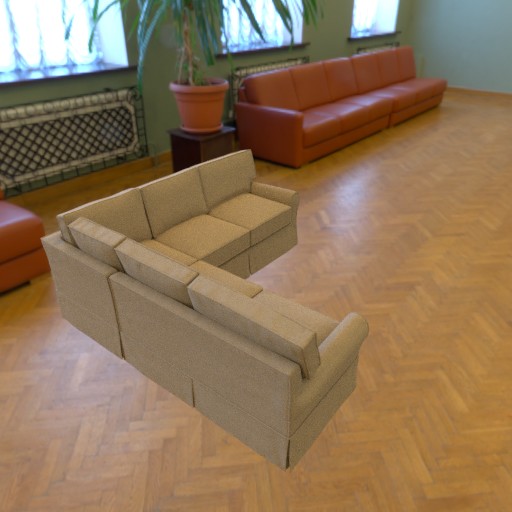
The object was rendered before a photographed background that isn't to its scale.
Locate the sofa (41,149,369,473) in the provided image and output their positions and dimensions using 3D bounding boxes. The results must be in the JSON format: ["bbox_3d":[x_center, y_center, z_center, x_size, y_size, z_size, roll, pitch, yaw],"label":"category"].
[{"bbox_3d":[0.000,0.000,4.257,2.730,1.124,2.733,21,36,32],"label":"sofa"}]
